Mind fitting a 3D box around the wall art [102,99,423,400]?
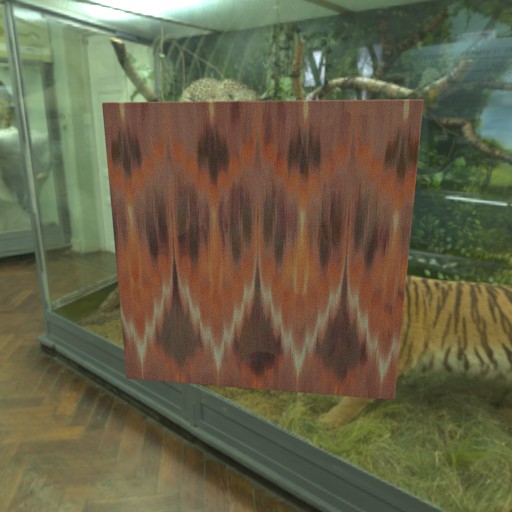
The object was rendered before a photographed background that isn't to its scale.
[{"bbox_3d":[0.000,0.000,0.923,0.603,0.609,0.037,2,16,8],"label":"wall art"}]
